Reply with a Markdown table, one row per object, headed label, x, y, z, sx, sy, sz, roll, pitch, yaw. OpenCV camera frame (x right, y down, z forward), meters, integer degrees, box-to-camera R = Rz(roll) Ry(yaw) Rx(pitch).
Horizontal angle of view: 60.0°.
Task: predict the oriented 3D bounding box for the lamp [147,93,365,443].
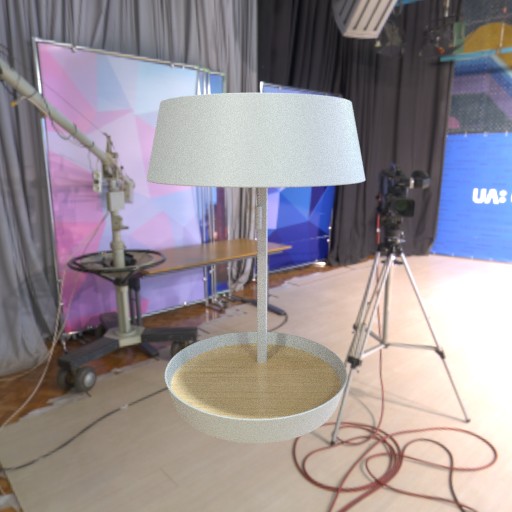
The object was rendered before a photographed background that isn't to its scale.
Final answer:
| label | x | y | z | sx | sy | sz | roll | pitch | yaw |
| --- | --- | --- | --- | --- | --- | --- | --- | --- | --- |
| lamp | 0.000 | 0.000 | 0.631 | 0.291 | 0.429 | 0.291 | 0 | 14 | 0 |
